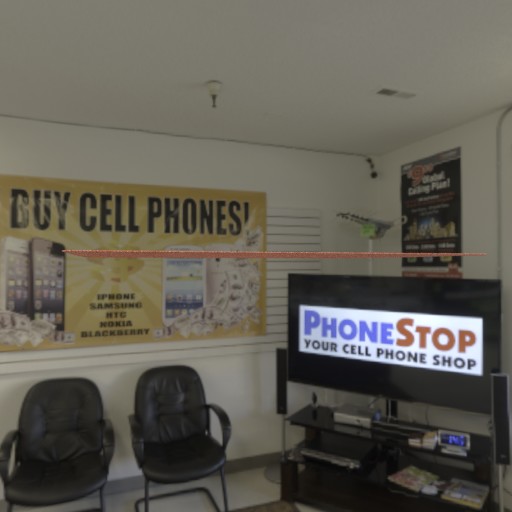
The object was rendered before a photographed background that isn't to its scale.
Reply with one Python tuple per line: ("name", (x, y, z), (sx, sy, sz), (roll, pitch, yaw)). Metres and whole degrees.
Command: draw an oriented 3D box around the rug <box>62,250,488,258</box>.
("rug", (0.000, 0.000, 2.793), (2.112, 0.009, 1.594), (0, -1, -18))
